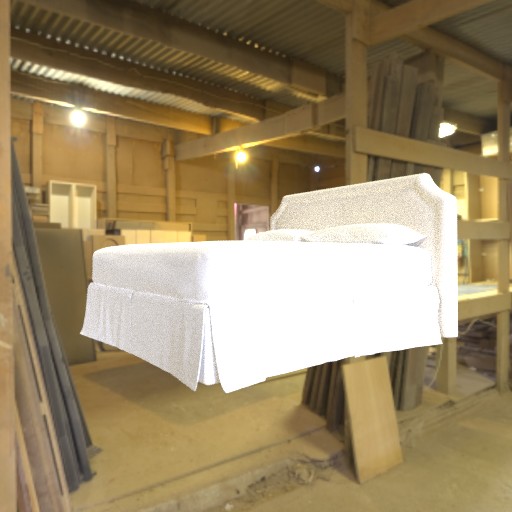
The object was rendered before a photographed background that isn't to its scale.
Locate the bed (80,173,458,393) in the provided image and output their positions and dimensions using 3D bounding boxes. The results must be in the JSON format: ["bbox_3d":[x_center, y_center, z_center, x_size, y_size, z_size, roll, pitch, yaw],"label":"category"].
[{"bbox_3d":[0.000,0.000,3.535,2.204,1.301,2.160,0,0,-36],"label":"bed"}]
